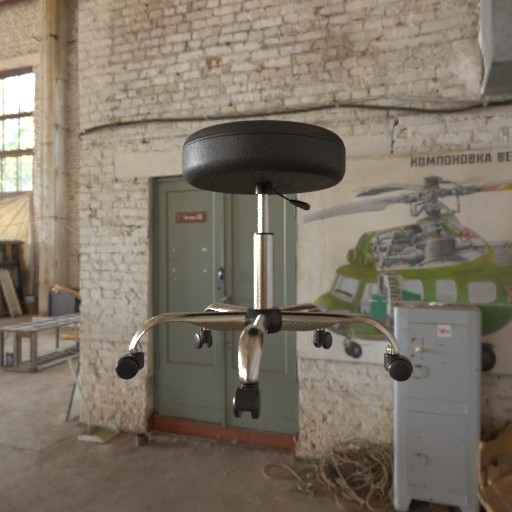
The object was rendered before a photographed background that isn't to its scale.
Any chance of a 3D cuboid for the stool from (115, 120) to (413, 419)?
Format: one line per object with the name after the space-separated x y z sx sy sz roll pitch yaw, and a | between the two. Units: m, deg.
0.000 0.000 1.147 0.673 0.576 0.638 0 0 -34 | stool
